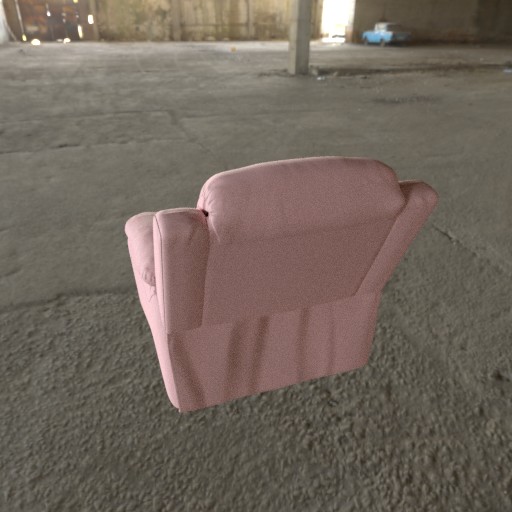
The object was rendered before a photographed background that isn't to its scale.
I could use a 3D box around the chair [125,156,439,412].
[{"bbox_3d":[0.000,0.000,1.261,0.680,0.702,0.709,-9,29,-17],"label":"chair"}]
